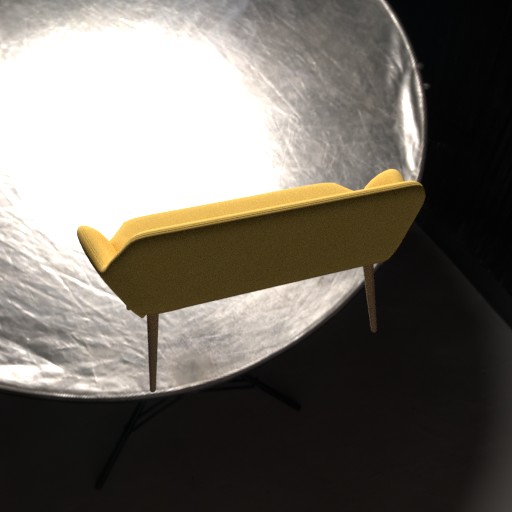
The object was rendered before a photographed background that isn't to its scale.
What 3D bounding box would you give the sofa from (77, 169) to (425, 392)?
[{"bbox_3d":[0.000,0.000,1.624,1.150,0.840,0.610,-12,44,-13],"label":"sofa"}]
